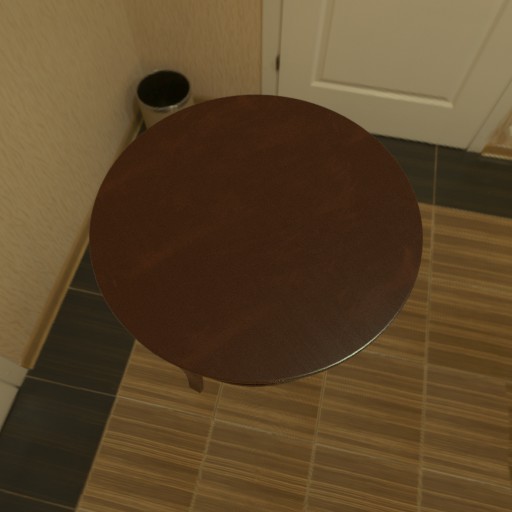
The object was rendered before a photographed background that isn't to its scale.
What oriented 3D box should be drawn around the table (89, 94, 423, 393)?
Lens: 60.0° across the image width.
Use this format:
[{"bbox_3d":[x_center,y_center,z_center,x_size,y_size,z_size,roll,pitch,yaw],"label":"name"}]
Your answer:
[{"bbox_3d":[0.000,0.000,1.451,0.911,0.512,0.911,0,63,0],"label":"table"}]
